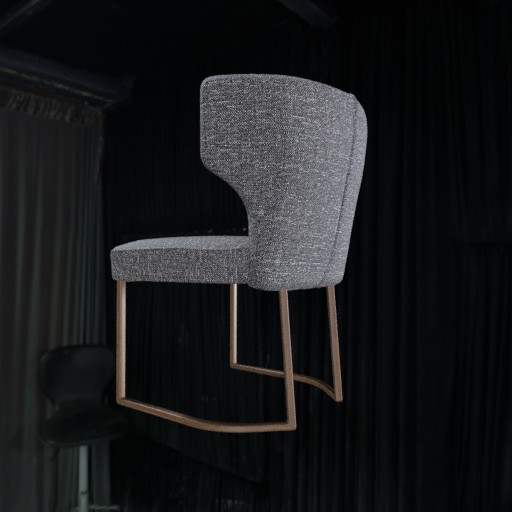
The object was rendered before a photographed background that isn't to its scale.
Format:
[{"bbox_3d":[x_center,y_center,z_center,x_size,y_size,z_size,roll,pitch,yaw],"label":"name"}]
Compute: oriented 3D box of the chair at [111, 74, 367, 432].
[{"bbox_3d":[0.000,0.000,1.273,0.617,0.824,0.611,0,0,36],"label":"chair"}]
